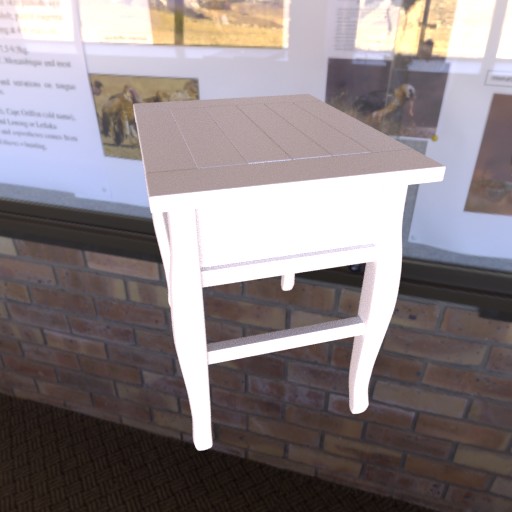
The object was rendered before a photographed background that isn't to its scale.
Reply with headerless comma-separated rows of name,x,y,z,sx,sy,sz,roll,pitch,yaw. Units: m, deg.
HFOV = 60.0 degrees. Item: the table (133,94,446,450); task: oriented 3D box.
table,0.000,0.000,1.048,0.463,0.605,0.599,-8,32,-13
